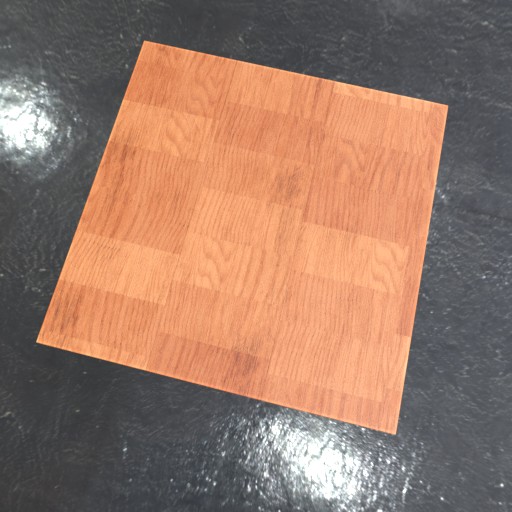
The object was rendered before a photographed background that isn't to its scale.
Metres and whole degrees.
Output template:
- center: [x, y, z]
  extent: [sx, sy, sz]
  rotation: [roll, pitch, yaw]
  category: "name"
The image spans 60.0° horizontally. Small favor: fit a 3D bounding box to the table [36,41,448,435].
- center: [0.000, 0.000, 1.333]
  extent: [0.747, 0.738, 0.747]
  rotation: [13, 77, 3]
  category: "table"
